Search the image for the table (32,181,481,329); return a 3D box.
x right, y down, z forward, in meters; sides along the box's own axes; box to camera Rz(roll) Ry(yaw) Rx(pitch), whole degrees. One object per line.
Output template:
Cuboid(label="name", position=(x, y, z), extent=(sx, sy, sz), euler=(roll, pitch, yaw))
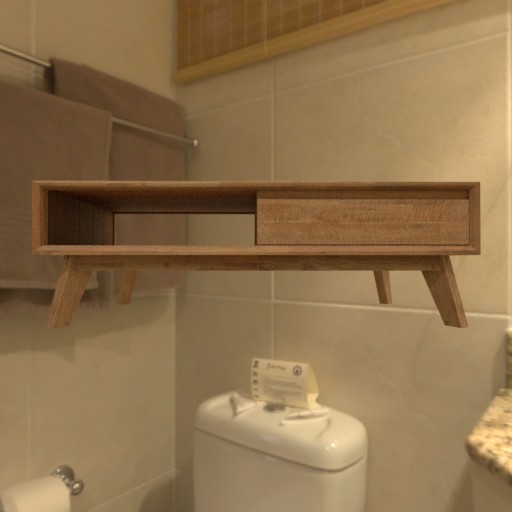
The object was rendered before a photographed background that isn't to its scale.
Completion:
Cuboid(label="table", position=(0.000, 0.000, 2.051), extent=(1.619, 0.531, 0.918), euler=(0, -1, -1))
